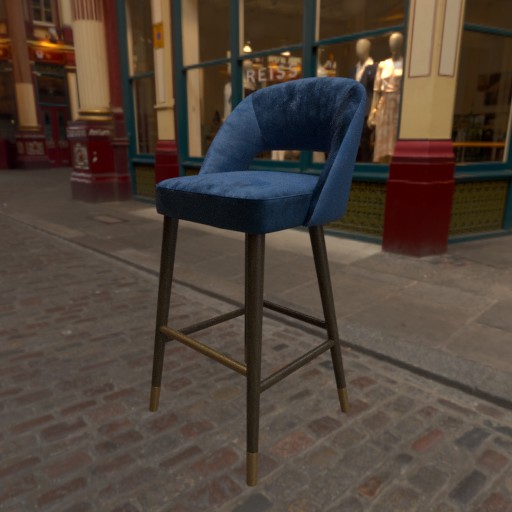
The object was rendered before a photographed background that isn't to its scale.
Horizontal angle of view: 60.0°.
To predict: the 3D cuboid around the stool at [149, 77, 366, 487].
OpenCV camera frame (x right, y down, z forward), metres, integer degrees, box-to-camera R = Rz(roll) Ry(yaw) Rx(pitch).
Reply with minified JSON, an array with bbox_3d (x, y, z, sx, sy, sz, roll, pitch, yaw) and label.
[{"bbox_3d":[0.000,0.000,1.304,0.514,1.016,0.515,15,21,42],"label":"stool"}]
